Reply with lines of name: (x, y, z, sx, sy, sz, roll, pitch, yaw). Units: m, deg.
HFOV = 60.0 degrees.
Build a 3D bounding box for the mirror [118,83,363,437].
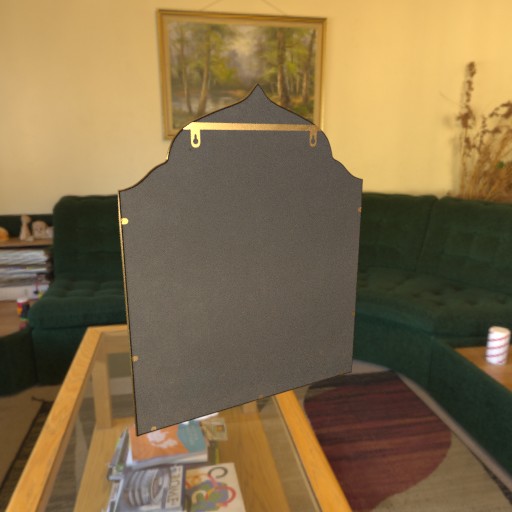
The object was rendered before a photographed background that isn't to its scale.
mirror: (0.000, 0.000, 0.872, 0.513, 0.635, 0.018, -8, 16, -27)
